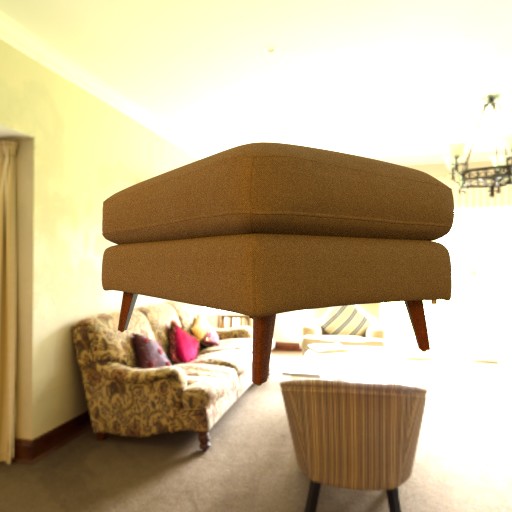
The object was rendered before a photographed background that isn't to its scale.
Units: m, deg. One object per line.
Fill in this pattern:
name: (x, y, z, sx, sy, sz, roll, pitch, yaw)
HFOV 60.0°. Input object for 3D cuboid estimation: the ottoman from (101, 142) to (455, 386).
ottoman: (0.000, 0.000, 1.175, 0.608, 0.449, 0.811, 0, -1, -36)
